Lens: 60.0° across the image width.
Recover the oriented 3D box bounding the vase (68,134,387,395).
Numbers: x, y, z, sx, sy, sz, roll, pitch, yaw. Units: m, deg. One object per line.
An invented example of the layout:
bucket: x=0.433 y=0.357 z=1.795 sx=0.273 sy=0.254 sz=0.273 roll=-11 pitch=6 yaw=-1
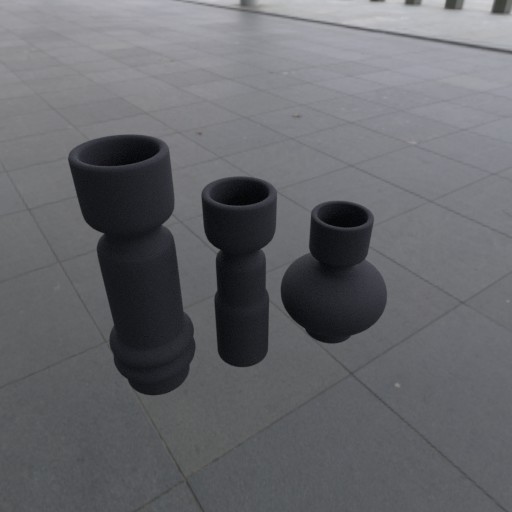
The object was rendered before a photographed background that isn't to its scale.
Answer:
vase: x=0.000 y=0.000 z=0.441 sx=0.307 sy=0.249 sz=0.120 roll=-12 pitch=36 yaw=-16
